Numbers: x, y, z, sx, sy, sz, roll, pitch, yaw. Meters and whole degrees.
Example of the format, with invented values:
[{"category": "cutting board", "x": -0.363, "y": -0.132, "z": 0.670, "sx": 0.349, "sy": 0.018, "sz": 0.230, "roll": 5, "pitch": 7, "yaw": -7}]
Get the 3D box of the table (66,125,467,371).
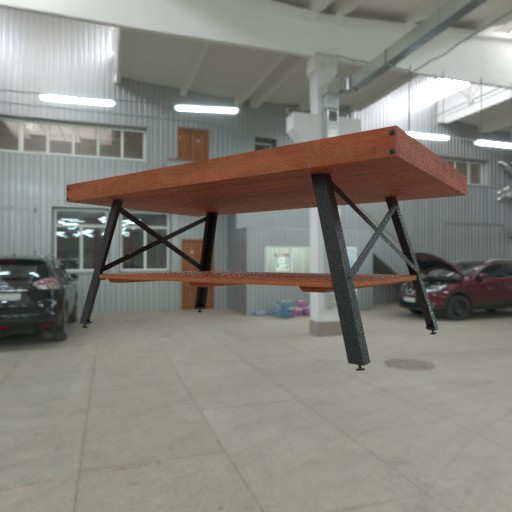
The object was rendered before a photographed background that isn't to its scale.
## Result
[{"category": "table", "x": 0.000, "y": 0.000, "z": 1.351, "sx": 1.067, "sy": 0.457, "sz": 0.610, "roll": 0, "pitch": -1, "yaw": 36}]
